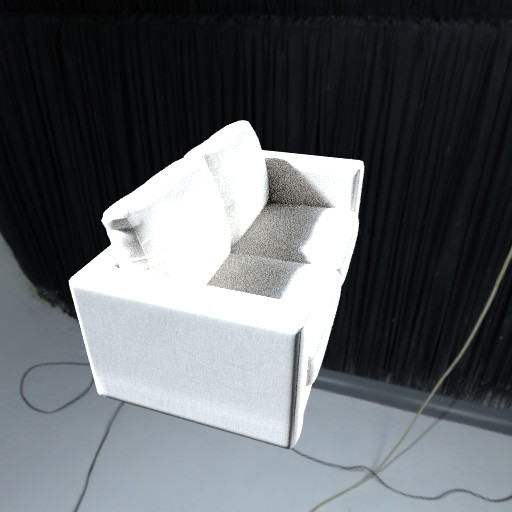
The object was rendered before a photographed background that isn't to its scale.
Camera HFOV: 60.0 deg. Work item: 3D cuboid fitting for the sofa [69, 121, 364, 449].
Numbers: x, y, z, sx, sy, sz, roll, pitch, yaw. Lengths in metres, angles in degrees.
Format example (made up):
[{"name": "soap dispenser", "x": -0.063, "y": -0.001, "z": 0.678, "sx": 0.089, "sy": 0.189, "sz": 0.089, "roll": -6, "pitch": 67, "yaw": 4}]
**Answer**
[{"name": "sofa", "x": 0.000, "y": 0.000, "z": 1.988, "sx": 0.796, "sy": 0.908, "sz": 1.430, "roll": 10, "pitch": 33, "yaw": 16}]
